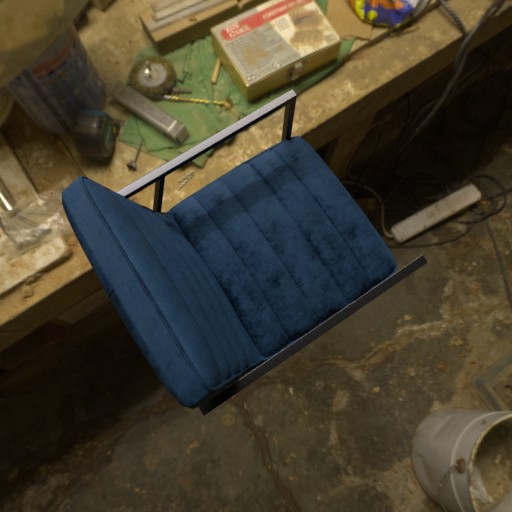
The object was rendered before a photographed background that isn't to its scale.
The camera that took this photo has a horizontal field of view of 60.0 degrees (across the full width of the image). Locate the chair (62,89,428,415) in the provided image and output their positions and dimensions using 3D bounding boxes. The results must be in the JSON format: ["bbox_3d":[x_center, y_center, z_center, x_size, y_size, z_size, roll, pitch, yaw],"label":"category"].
[{"bbox_3d":[0.000,0.000,1.275,0.677,0.833,0.571,-32,78,-8],"label":"chair"}]
